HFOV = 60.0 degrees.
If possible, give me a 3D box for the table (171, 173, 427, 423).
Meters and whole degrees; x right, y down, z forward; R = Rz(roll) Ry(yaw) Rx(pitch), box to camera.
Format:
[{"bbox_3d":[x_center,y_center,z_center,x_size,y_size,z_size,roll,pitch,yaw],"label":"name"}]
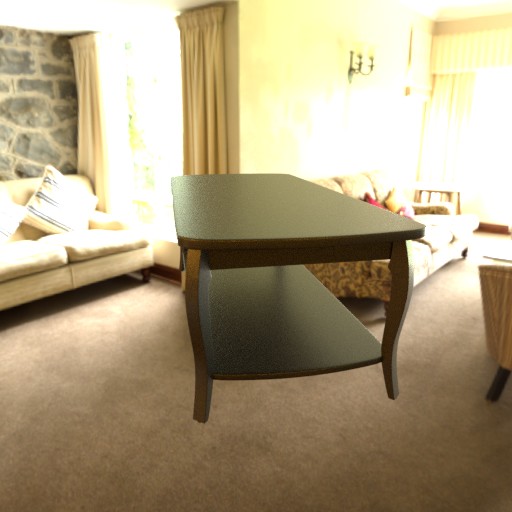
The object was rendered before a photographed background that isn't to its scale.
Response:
[{"bbox_3d":[0.000,0.000,1.594,0.571,0.457,1.333,-3,16,-11],"label":"table"}]
